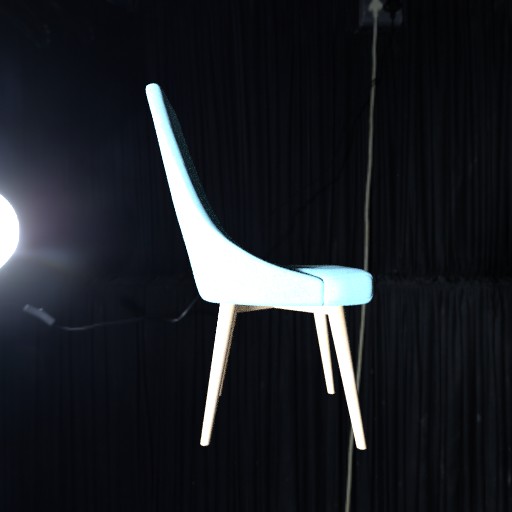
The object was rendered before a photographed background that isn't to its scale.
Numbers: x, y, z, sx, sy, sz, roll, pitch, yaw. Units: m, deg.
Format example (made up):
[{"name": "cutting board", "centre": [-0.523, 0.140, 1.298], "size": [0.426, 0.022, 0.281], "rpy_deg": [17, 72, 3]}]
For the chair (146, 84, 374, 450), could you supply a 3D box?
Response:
[{"name": "chair", "centre": [0.000, 0.000, 1.422], "size": [0.660, 1.040, 0.510], "rpy_deg": [0, 0, 0]}]
